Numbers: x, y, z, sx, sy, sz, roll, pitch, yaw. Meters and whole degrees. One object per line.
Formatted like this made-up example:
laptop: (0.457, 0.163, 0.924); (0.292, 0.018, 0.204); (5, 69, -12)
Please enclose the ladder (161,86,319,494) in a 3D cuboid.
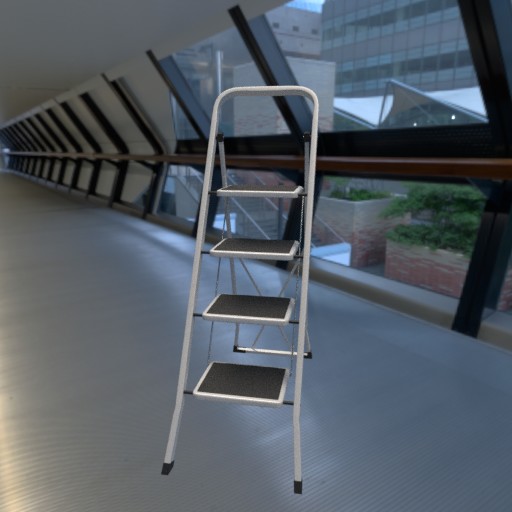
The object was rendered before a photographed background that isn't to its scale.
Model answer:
ladder: (0.000, 0.000, 1.684); (0.460, 1.265, 0.914); (3, 15, 10)
